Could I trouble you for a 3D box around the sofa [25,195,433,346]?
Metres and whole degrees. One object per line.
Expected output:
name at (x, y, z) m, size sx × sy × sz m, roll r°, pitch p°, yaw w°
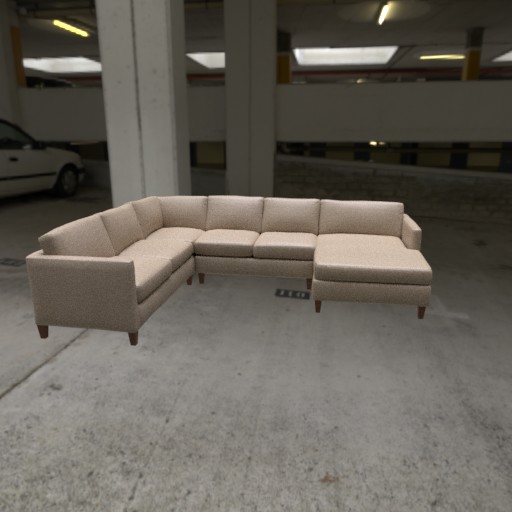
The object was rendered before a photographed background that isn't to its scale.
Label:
sofa at (0.000, 0.000, 4.631) m, size 3.460 × 0.961 × 2.594 m, roll 2°, pitch 16°, yaw 9°
